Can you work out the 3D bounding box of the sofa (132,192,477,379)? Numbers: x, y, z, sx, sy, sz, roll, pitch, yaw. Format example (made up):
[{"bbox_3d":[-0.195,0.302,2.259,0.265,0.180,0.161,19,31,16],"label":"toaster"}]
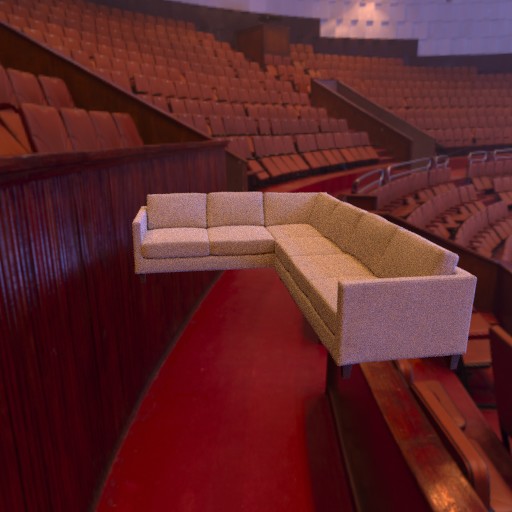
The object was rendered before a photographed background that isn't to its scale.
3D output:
[{"bbox_3d":[0.000,0.000,4.265,2.432,0.863,3.182,-2,16,-8],"label":"sofa"}]
